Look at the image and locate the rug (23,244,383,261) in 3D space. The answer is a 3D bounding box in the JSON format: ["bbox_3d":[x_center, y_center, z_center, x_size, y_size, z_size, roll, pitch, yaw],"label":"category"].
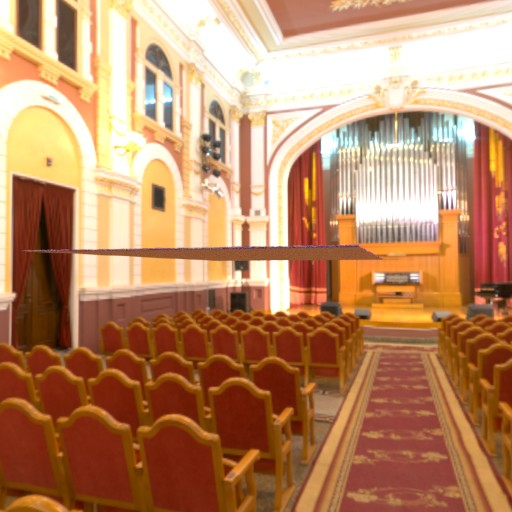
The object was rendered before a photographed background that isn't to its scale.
[{"bbox_3d":[0.000,0.000,2.916,1.539,0.013,2.350,-1,-2,18],"label":"rug"}]
